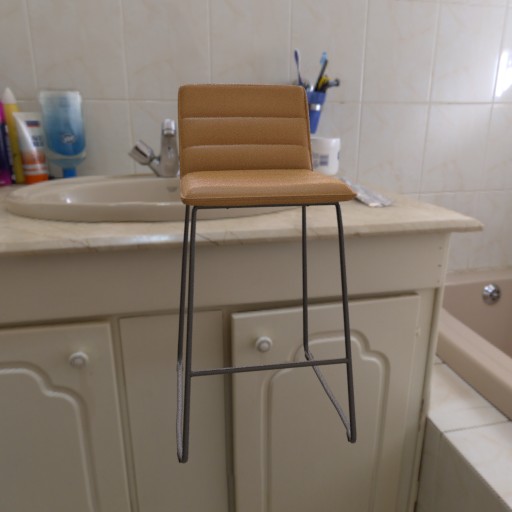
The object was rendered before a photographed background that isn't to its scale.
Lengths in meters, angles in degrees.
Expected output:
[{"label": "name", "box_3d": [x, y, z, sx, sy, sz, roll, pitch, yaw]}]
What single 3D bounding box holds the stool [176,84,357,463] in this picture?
[{"label": "stool", "box_3d": [0.000, 0.000, 1.242, 0.489, 0.936, 0.524, -3, 17, -9]}]
